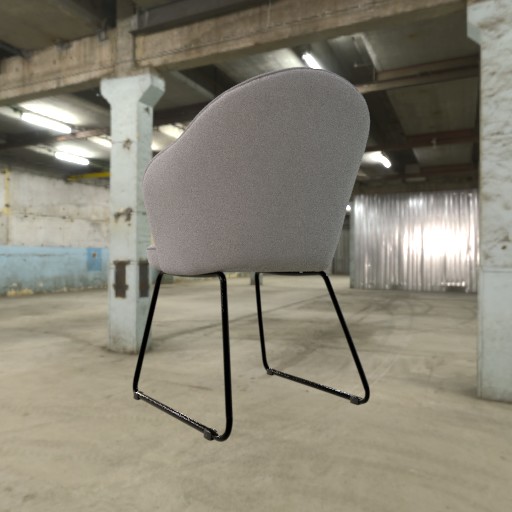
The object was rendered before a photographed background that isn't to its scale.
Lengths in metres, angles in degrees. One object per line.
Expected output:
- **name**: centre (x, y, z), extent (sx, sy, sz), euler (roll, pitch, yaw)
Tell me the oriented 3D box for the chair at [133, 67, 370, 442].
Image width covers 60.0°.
- **chair**: centre (0.000, 0.000, 1.220), extent (0.570, 0.817, 0.592), euler (1, -1, -36)
